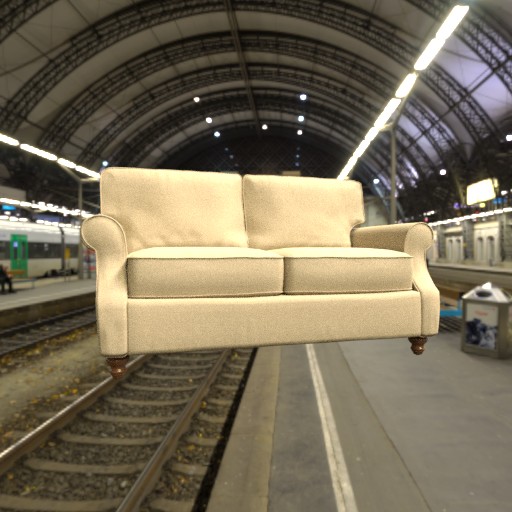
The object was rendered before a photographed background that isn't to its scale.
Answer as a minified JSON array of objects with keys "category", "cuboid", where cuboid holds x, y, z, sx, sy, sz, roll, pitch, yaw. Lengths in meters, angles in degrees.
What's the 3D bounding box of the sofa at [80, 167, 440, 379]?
[{"category":"sofa","cuboid":[0.000,0.000,2.287,1.665,0.937,0.964,0,0,-17]}]
